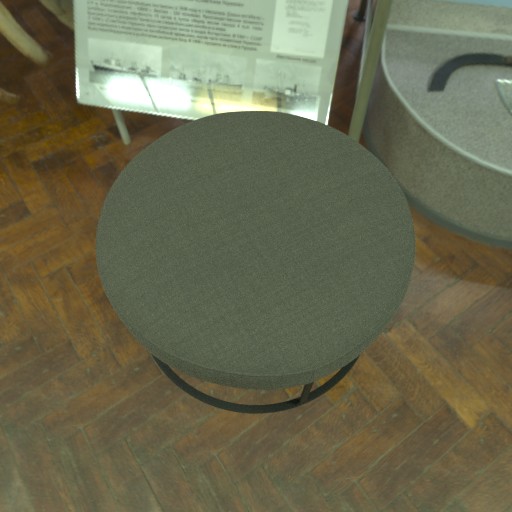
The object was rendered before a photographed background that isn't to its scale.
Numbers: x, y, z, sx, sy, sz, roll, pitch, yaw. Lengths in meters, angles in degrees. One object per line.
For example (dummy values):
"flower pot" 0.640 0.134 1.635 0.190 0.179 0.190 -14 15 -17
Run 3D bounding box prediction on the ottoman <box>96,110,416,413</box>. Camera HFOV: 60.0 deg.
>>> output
"ottoman" 0.000 0.000 1.208 0.772 0.460 0.772 0 59 0
